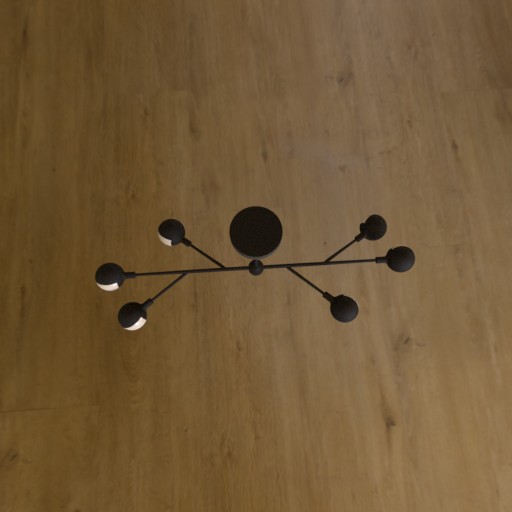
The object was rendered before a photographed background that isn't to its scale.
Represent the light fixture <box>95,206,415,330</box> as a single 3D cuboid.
[{"bbox_3d":[0.000,0.000,1.011,0.778,0.362,0.434,12,75,3],"label":"light fixture"}]
